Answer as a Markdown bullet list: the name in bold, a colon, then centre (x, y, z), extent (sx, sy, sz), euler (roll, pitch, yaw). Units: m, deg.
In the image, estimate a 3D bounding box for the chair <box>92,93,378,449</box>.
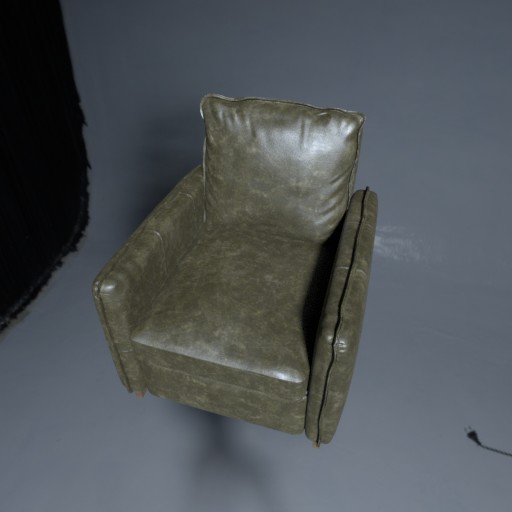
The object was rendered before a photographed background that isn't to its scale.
- **chair**: centre (0.000, 0.000, 1.617), extent (0.830, 0.921, 0.921), euler (11, 41, 13)
